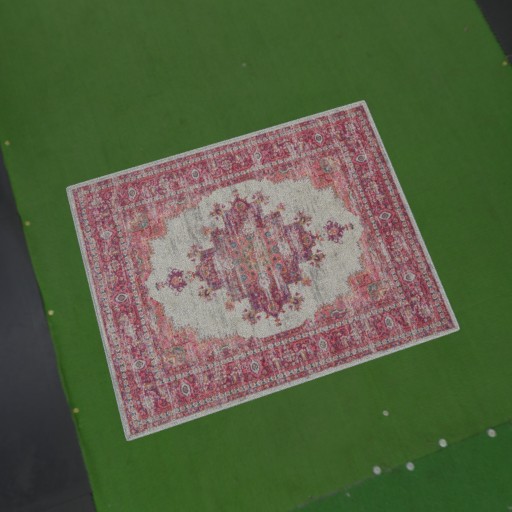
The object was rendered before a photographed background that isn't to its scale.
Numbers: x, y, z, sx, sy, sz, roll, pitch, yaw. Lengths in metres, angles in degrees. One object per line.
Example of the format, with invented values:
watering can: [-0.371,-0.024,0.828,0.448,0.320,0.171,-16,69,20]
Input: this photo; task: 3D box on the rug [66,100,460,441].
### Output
rug: [0.000,0.000,4.178,3.123,0.017,2.447,-17,78,-4]
